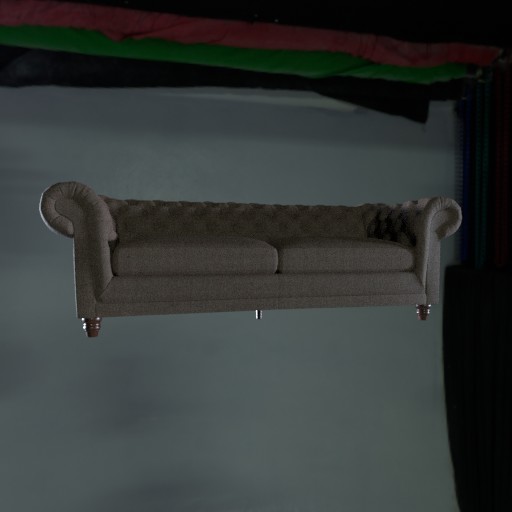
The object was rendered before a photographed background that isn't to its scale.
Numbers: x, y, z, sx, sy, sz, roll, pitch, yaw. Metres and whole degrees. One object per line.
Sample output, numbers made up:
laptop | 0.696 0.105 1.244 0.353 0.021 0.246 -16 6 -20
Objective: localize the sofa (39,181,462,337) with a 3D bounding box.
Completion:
sofa | 0.000 0.000 2.834 2.385 0.787 0.944 0 1 -16
